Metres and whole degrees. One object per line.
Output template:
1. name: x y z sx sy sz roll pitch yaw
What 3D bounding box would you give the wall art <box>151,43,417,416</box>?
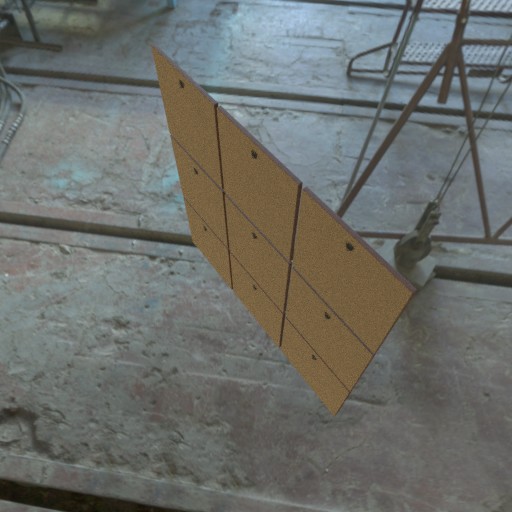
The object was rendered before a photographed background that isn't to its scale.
1. wall art: 0.000 0.000 1.801 0.024 1.218 1.221 -32 63 -19
